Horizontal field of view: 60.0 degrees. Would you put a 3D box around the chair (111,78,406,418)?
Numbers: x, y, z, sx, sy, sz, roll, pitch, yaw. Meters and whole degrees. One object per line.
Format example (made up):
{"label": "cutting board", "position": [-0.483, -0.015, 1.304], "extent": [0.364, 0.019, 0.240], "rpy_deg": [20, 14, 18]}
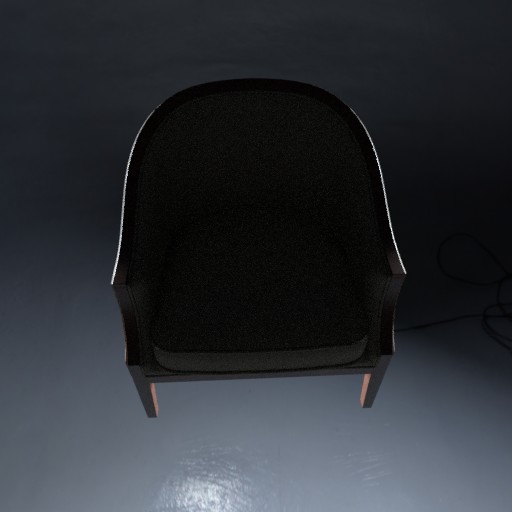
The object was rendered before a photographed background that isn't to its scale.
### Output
{"label": "chair", "position": [0.000, 0.000, 1.455], "extent": [0.803, 0.876, 0.735], "rpy_deg": [-2, 46, -2]}
